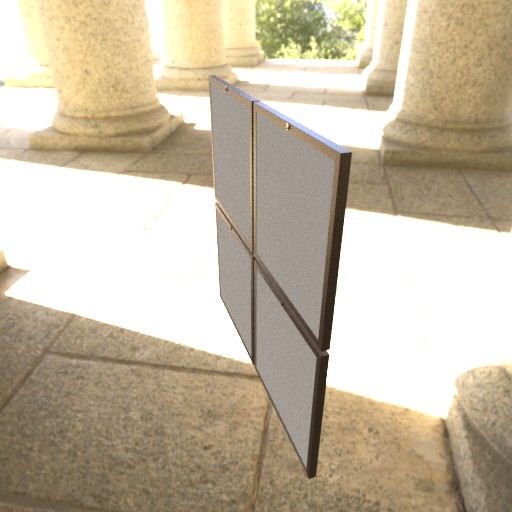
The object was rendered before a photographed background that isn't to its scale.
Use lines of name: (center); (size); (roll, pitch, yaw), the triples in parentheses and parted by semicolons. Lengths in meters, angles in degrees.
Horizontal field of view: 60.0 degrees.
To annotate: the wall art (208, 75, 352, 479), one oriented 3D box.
wall art: (0.000, 0.000, 1.535); (0.030, 1.032, 1.032); (-10, 32, -17)
